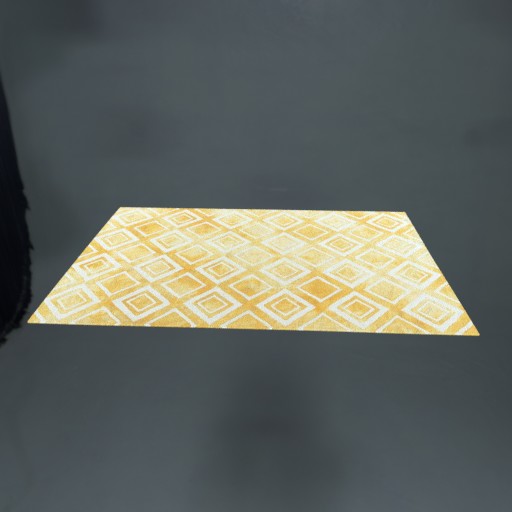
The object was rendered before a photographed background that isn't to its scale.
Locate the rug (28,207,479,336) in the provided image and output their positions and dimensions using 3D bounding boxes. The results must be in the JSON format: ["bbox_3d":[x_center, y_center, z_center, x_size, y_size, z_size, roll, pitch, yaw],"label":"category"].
[{"bbox_3d":[0.000,0.000,2.309,1.829,0.010,1.213,1,29,2],"label":"rug"}]
